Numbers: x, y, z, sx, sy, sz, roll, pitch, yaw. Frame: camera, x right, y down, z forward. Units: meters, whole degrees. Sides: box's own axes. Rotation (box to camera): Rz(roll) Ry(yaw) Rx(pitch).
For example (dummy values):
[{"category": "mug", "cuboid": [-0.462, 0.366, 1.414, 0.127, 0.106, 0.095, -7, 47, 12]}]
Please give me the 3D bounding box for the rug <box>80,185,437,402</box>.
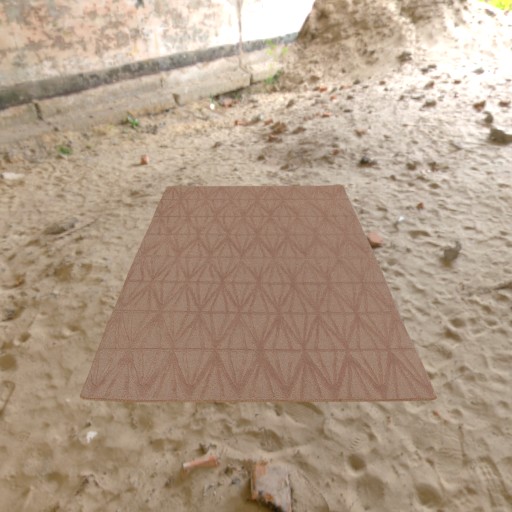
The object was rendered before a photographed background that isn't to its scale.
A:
[{"category": "rug", "cuboid": [0.000, 0.000, 2.278, 1.230, 0.025, 1.837, 0, 32, 0]}]
